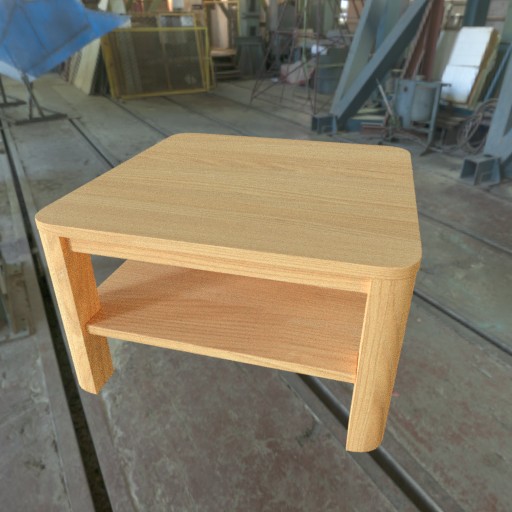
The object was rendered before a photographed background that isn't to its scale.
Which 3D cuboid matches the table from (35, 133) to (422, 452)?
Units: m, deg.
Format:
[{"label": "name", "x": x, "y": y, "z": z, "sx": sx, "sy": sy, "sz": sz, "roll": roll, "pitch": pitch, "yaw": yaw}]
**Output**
[{"label": "table", "x": 0.000, "y": 0.000, "z": 1.205, "sx": 0.750, "sy": 0.450, "sz": 0.750, "roll": 7, "pitch": 30, "yaw": 13}]
